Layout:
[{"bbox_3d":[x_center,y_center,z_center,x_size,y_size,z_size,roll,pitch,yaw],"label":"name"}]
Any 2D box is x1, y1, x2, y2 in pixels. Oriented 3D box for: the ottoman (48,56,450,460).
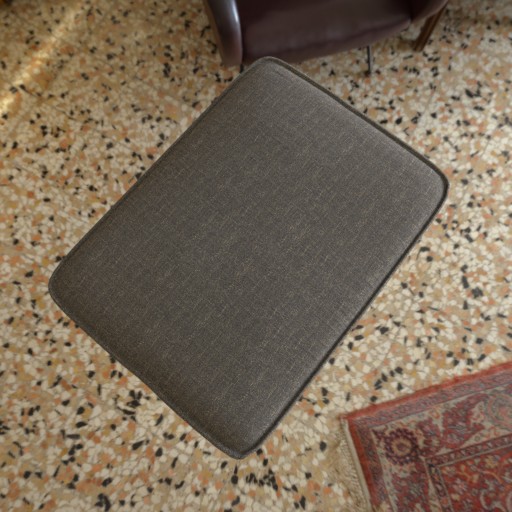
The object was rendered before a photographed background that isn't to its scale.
[{"bbox_3d":[0.000,0.000,1.096,0.549,0.450,0.749,38,78,9],"label":"ottoman"}]
